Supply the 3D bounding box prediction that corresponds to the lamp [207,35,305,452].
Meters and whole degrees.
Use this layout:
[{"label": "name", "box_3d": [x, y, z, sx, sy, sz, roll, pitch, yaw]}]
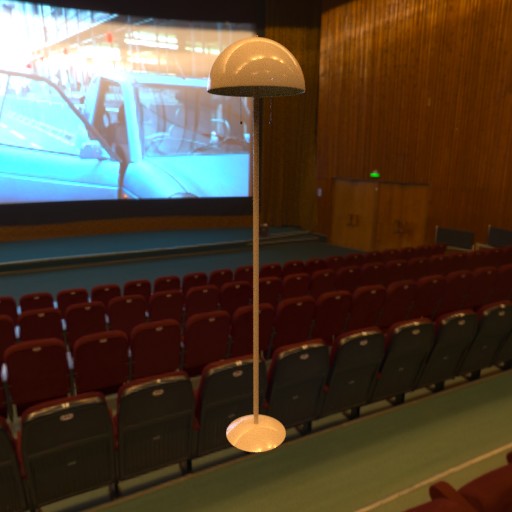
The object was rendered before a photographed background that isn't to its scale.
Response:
[{"label": "lamp", "box_3d": [0.000, 0.000, 1.623, 0.328, 1.480, 0.328, -7, 16, -26]}]
